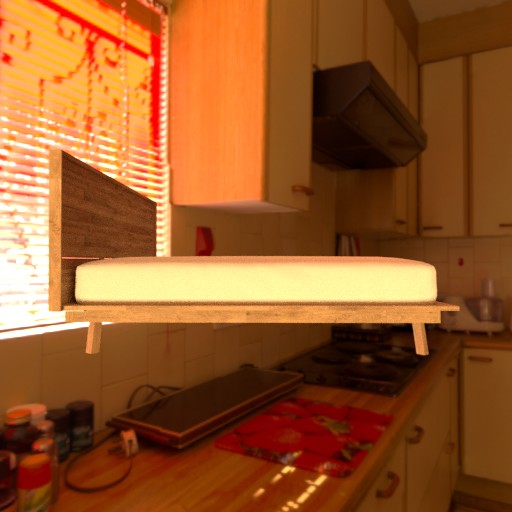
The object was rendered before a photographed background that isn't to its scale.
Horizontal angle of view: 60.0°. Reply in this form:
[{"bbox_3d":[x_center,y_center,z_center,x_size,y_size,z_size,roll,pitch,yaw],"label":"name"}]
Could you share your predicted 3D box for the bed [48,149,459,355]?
[{"bbox_3d":[0.000,0.000,3.372,2.167,1.100,2.116,0,-1,1],"label":"bed"}]
